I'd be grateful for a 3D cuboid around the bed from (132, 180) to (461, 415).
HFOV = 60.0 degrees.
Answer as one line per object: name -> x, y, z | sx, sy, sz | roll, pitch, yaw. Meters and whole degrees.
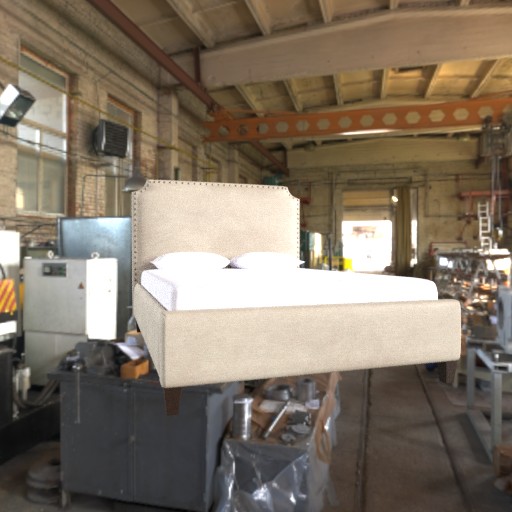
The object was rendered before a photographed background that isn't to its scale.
bed -> 0.000, 0.000, 3.371 | 1.712, 1.443, 2.372 | 0, 0, -18
